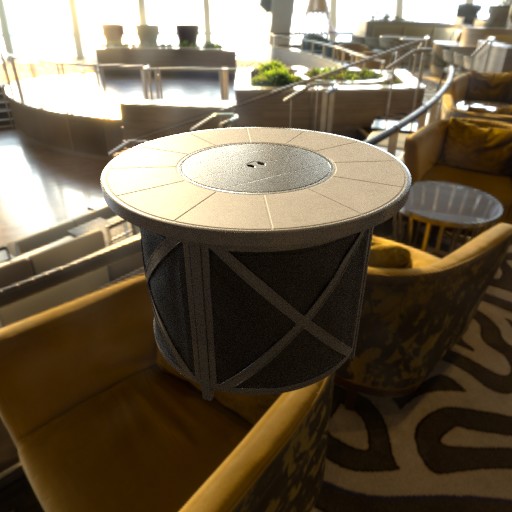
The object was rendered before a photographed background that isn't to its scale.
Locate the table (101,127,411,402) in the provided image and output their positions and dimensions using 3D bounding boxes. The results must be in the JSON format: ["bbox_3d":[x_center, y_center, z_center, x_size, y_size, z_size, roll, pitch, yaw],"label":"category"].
[{"bbox_3d":[0.000,0.000,1.525,0.914,0.650,0.914,0,30,0],"label":"table"}]
